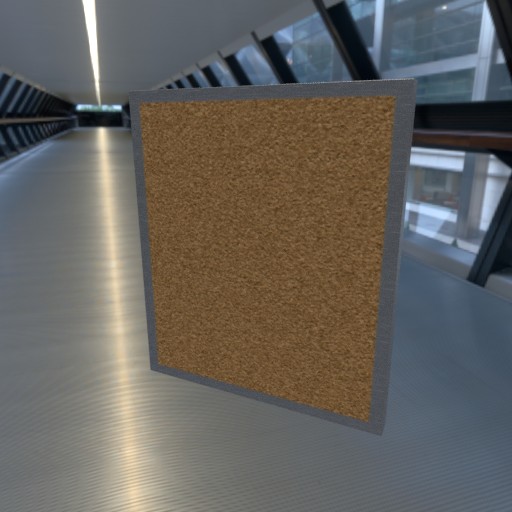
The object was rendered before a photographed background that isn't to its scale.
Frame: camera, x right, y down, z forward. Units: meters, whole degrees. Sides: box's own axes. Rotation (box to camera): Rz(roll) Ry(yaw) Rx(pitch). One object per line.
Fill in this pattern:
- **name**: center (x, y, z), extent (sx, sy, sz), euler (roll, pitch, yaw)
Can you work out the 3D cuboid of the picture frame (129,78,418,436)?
- **picture frame**: center (0.000, 0.000, 0.528), extent (0.327, 0.378, 0.027), euler (8, 18, 25)
